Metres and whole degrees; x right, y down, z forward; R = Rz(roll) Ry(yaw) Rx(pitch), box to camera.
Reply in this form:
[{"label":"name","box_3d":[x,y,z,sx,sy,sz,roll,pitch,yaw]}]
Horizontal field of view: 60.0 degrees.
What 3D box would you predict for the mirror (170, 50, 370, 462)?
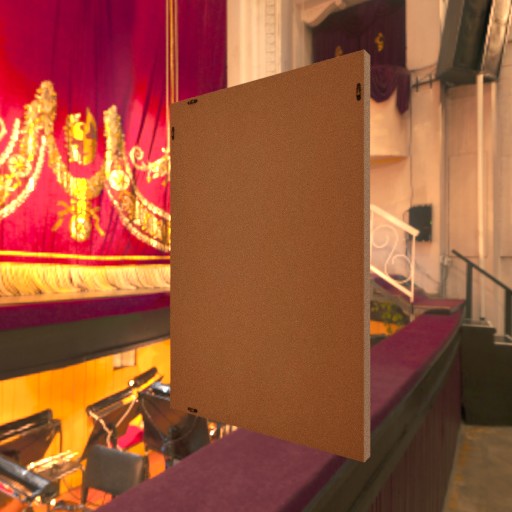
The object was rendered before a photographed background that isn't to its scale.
[{"label":"mirror","box_3d":[0.000,0.000,1.170,0.609,0.915,0.041,0,0,35]}]
